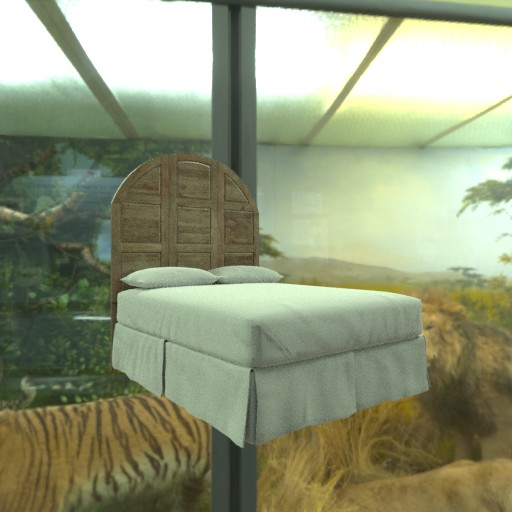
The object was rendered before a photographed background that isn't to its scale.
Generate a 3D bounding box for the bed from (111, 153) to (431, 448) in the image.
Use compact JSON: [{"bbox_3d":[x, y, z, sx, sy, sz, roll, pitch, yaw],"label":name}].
[{"bbox_3d":[0.000,0.000,3.564,1.713,2.002,2.112,0,0,-37],"label":"bed"}]
